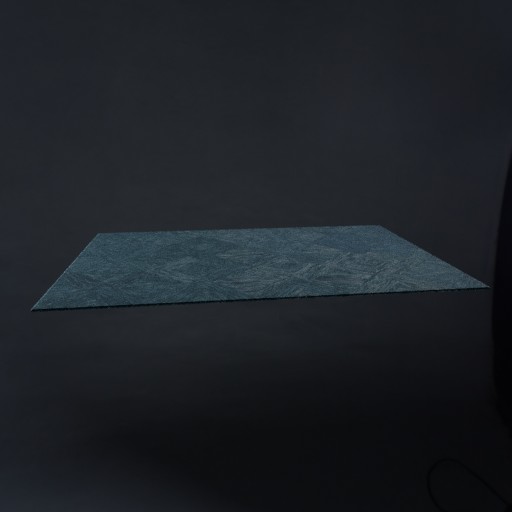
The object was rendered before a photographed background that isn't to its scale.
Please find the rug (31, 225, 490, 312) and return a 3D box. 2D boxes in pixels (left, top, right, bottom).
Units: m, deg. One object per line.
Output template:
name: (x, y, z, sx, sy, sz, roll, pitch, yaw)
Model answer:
rug: (0.000, 0.000, 2.879, 2.277, 0.015, 1.490, -2, 17, -7)
